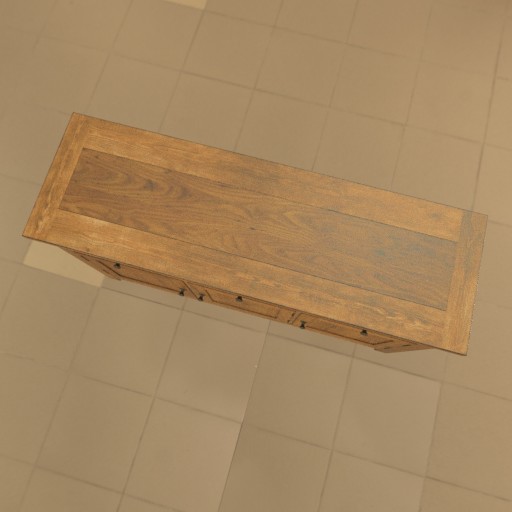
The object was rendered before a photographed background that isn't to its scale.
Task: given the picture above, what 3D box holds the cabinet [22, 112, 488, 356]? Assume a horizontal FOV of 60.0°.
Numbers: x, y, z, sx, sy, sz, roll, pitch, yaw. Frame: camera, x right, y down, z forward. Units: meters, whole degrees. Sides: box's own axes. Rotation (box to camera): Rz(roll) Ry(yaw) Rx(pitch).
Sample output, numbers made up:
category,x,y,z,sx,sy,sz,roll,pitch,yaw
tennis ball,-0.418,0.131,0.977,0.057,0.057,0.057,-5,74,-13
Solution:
category,x,y,z,sx,sy,sz,roll,pitch,yaw
cabinet,0.000,0.000,1.861,1.474,0.813,0.480,15,76,4
